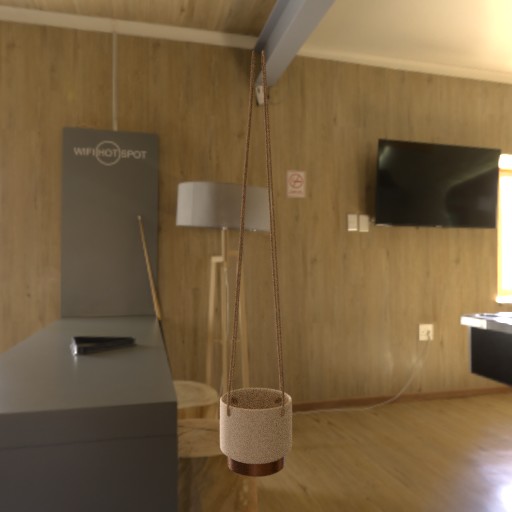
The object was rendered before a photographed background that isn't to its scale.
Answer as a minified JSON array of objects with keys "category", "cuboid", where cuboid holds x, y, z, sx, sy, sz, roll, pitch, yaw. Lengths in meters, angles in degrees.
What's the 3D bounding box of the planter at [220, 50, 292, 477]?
[{"category":"planter","cuboid":[0.000,0.000,0.903,0.146,0.841,0.146,0,-1,1]}]
